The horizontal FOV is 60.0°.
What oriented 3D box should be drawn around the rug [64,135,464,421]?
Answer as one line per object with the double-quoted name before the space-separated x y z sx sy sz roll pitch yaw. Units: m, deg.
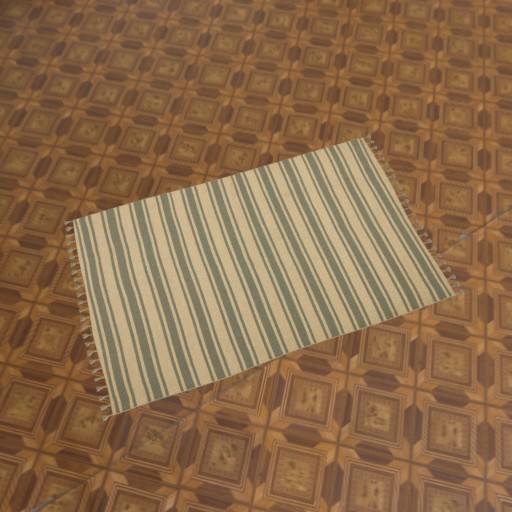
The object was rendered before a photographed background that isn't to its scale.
"rug" 0.000 0.000 2.604 2.084 0.009 1.222 -17 65 -8
